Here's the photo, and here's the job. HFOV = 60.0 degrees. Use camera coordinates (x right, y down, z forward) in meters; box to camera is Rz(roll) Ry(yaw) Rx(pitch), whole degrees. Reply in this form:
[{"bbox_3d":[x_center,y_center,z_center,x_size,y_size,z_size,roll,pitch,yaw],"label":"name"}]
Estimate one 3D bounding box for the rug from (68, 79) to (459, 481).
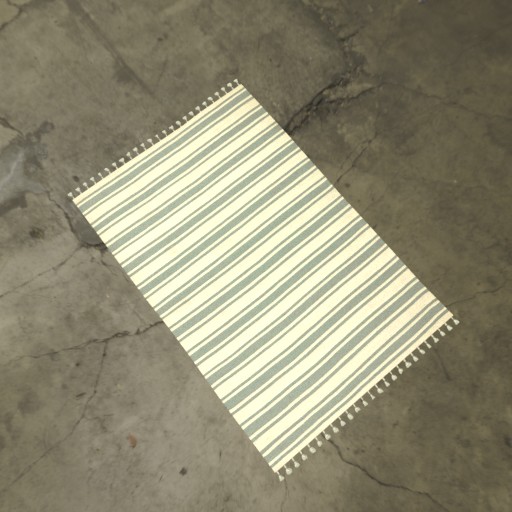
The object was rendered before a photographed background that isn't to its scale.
[{"bbox_3d":[0.000,0.000,3.052,1.539,0.011,2.410,-38,78,-9],"label":"rug"}]
